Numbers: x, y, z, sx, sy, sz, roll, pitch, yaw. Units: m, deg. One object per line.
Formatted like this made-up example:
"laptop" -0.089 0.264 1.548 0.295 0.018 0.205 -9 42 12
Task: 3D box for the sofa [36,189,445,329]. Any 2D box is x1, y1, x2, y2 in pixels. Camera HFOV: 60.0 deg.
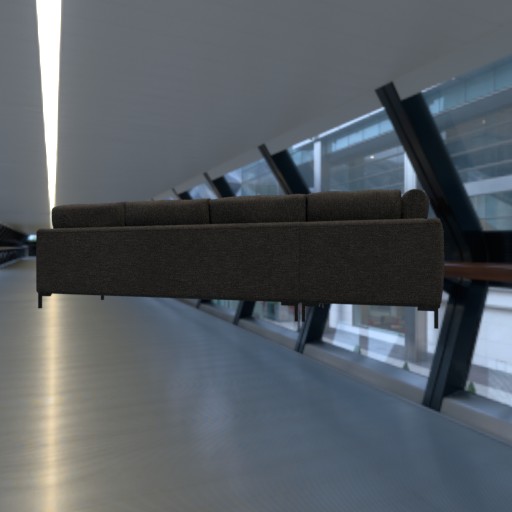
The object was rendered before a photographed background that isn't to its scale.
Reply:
"sofa" 0.000 0.000 3.862 2.949 0.815 2.007 0 0 20
